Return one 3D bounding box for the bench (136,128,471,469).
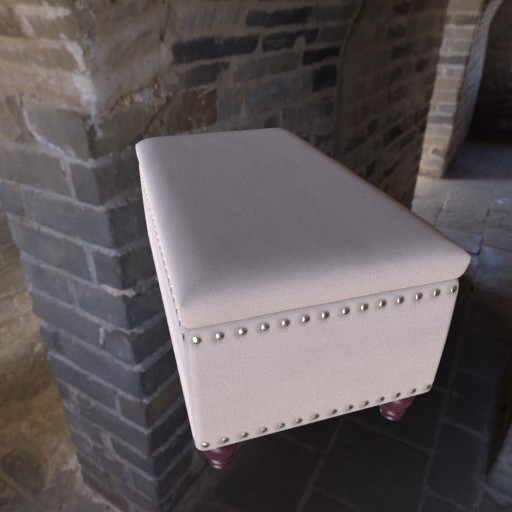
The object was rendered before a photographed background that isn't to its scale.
[{"bbox_3d":[0.000,0.000,1.150,0.500,0.449,0.887,-9,31,-15],"label":"bench"}]
